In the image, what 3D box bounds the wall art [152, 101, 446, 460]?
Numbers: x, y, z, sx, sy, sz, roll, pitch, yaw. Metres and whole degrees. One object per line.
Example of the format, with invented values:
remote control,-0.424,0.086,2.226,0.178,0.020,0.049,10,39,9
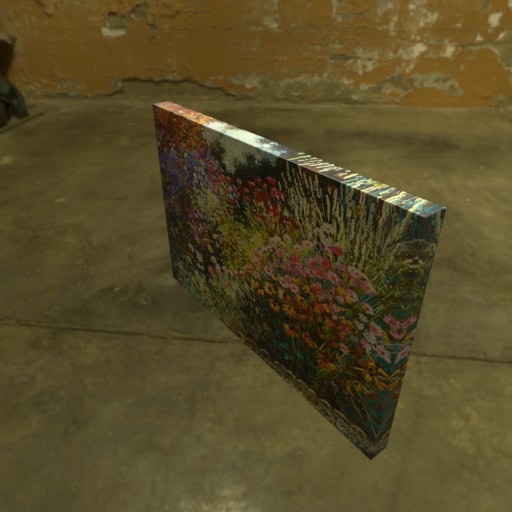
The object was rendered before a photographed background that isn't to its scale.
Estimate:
wall art,0.000,0.000,0.770,0.037,0.406,0.610,-22,38,-31
